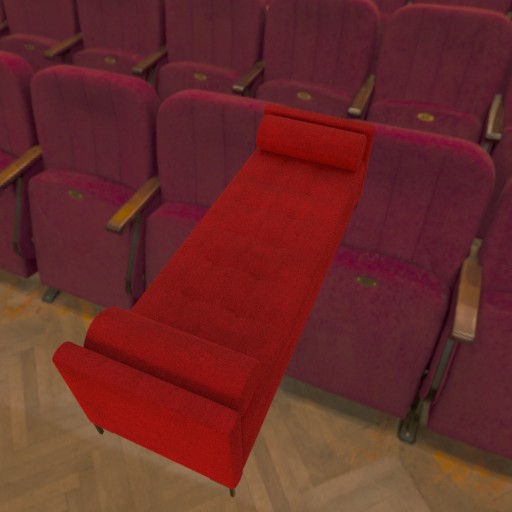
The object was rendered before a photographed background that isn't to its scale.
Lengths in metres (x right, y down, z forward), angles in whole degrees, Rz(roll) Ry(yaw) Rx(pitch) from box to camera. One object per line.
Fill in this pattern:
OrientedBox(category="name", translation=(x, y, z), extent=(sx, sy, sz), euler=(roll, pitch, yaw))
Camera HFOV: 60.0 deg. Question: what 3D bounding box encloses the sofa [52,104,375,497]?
OrientedBox(category="sofa", translation=(0.000, 0.000, 2.257), extent=(0.686, 0.635, 1.981), euler=(17, 48, 16))
